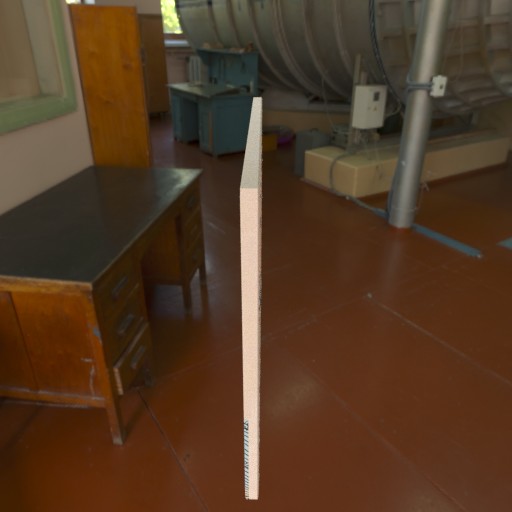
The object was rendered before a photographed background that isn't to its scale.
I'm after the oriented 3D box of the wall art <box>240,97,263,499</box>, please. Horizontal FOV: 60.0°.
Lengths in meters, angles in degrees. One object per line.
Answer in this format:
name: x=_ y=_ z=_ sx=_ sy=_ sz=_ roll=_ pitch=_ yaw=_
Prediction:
wall art: x=0.000 y=0.000 z=1.579 sx=0.042 sy=0.912 sz=1.219 roll=0 pitch=27 yaw=1
